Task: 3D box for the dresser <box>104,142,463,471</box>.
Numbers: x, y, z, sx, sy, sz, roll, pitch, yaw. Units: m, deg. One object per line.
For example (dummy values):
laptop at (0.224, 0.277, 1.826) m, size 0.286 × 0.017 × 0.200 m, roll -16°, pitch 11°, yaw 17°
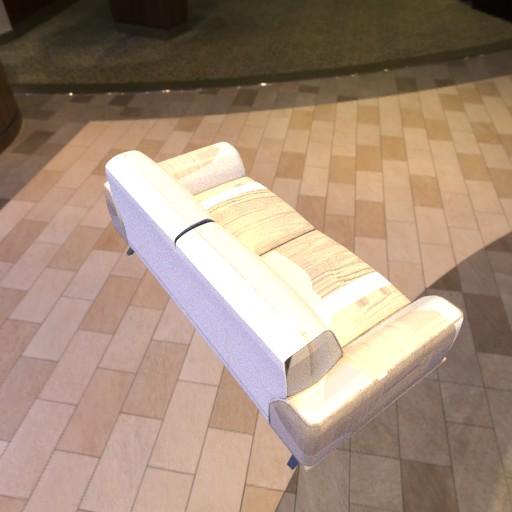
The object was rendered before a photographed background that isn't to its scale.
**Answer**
dresser at (0.000, 0.000, 5.773) m, size 2.251 × 1.863 × 4.679 m, roll -26°, pitch 49°, yaw -26°
